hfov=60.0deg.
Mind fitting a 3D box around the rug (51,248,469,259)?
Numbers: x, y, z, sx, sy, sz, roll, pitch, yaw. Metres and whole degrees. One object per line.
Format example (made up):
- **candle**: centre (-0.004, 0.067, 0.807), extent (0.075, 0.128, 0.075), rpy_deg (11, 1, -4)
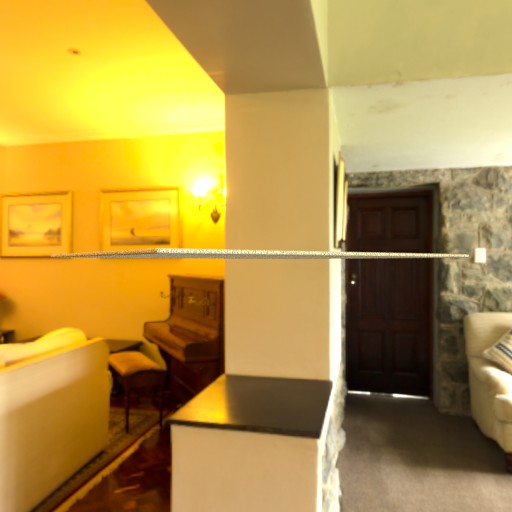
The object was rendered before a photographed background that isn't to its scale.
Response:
- **rug**: centre (0.000, 0.000, 4.110), extent (3.047, 0.029, 2.438), rpy_deg (1, -1, -36)
